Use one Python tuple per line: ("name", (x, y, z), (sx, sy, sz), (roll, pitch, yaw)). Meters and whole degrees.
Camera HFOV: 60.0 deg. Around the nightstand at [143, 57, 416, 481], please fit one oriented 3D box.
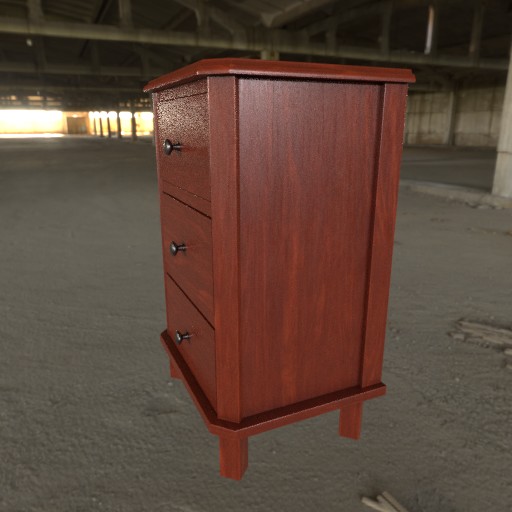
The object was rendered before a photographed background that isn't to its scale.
("nightstand", (0.000, 0.000, 0.904), (0.351, 0.681, 0.435), (-7, 18, -24))
